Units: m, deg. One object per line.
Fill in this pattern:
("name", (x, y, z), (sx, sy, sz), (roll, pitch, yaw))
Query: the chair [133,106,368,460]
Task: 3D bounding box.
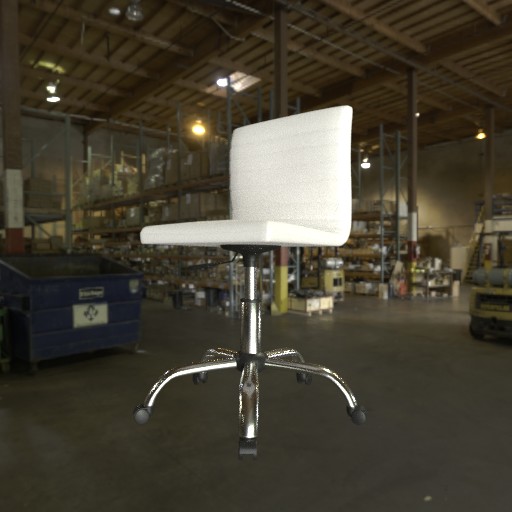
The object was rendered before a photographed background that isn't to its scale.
("chair", (0.000, 0.000, 1.140), (0.556, 0.780, 0.530), (0, 1, 37))
